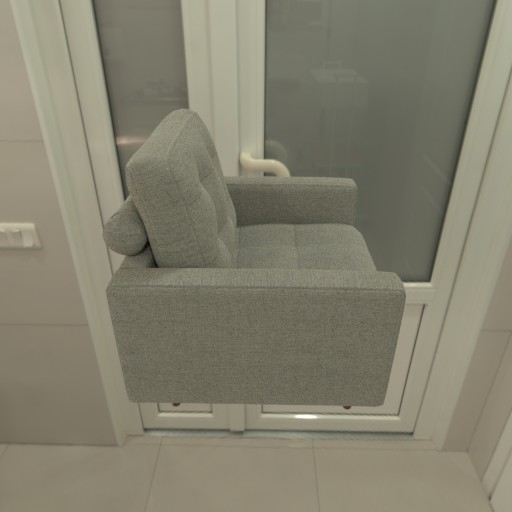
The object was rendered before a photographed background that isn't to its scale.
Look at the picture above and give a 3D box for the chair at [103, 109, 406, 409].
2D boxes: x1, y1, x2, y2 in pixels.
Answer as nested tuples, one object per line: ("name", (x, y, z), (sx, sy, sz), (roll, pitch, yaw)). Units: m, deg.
("chair", (0.000, 0.000, 1.547), (0.843, 0.880, 0.821), (1, 30, 1))
